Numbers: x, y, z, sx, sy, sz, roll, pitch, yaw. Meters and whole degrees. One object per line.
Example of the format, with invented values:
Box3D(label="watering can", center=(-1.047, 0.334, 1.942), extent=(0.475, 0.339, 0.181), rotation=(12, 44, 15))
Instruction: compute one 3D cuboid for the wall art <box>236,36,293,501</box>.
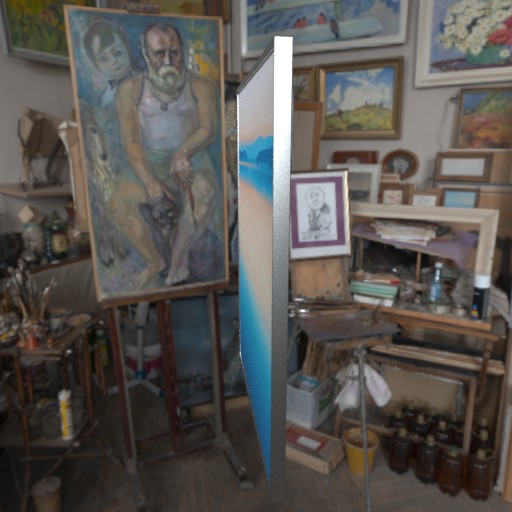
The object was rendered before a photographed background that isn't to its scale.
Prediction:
Box3D(label="wall art", center=(0.000, 0.000, 1.362), extent=(0.037, 1.062, 0.801), rotation=(-2, 14, -8))
